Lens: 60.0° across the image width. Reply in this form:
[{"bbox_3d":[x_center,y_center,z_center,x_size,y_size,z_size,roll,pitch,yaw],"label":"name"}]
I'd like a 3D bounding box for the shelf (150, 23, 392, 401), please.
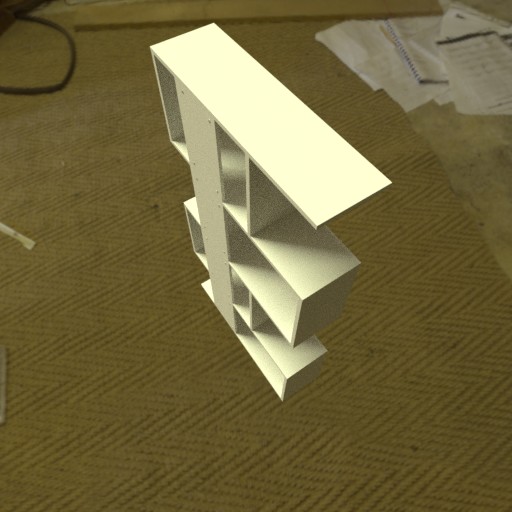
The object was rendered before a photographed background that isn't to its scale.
[{"bbox_3d":[0.000,0.000,2.006,0.250,1.650,0.890,-30,62,-18],"label":"shelf"}]
